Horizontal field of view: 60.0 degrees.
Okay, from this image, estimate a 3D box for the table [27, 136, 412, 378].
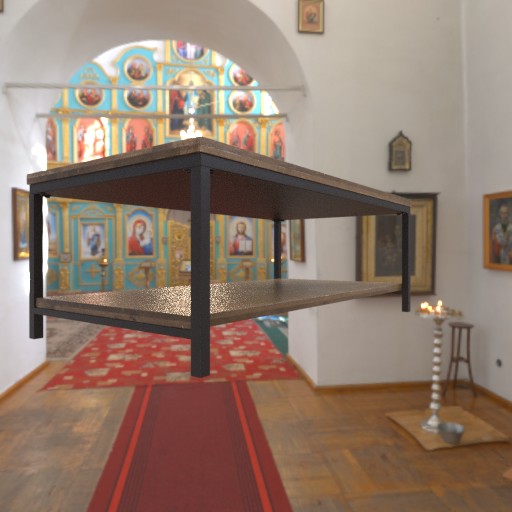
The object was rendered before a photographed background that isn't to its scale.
[{"bbox_3d":[0.000,0.000,1.312,0.574,0.393,1.062,0,0,37],"label":"table"}]
